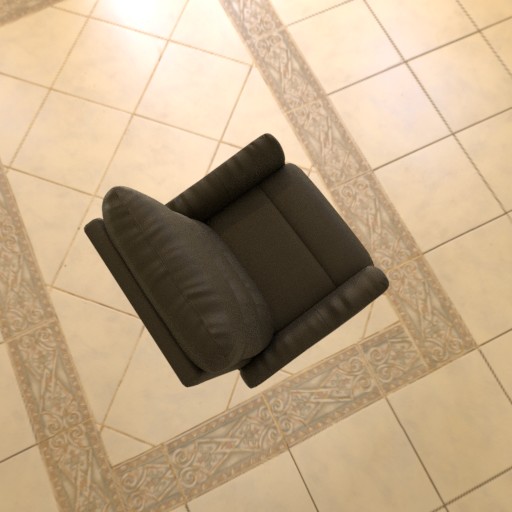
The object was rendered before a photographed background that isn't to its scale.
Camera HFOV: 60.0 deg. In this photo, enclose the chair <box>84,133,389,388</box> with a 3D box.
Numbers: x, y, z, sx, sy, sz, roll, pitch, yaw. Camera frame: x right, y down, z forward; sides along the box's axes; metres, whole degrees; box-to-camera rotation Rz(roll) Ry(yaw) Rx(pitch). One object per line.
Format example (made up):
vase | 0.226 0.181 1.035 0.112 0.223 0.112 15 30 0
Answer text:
chair | 0.000 0.000 1.646 0.831 1.082 0.775 -34 78 -8
